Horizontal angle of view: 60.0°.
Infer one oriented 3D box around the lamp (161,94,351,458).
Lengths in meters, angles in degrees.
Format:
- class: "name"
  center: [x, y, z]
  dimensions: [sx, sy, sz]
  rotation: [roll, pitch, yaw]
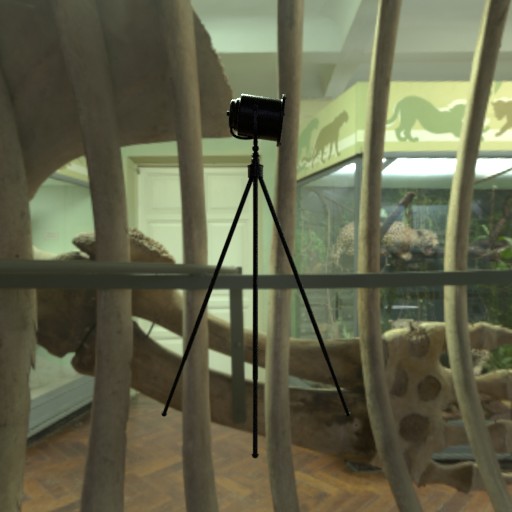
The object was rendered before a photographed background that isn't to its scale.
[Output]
- class: "lamp"
  center: [0.000, 0.000, 2.076]
  dimensions: [0.884, 1.504, 0.879]
  rotation: [0, 0, 0]
